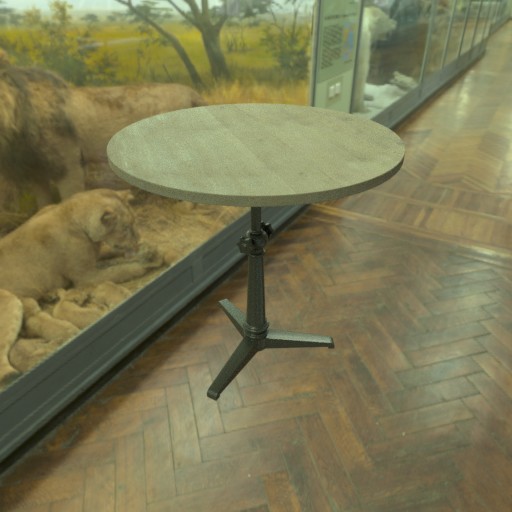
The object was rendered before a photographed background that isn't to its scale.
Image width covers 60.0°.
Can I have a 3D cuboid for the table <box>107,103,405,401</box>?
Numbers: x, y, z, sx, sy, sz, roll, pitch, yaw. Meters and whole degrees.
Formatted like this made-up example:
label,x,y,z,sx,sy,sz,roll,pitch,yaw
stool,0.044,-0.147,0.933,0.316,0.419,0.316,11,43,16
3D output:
label,x,y,z,sx,sy,sz,roll,pitch,yaw
table,0.000,0.000,1.439,0.800,0.780,0.800,0,32,0
